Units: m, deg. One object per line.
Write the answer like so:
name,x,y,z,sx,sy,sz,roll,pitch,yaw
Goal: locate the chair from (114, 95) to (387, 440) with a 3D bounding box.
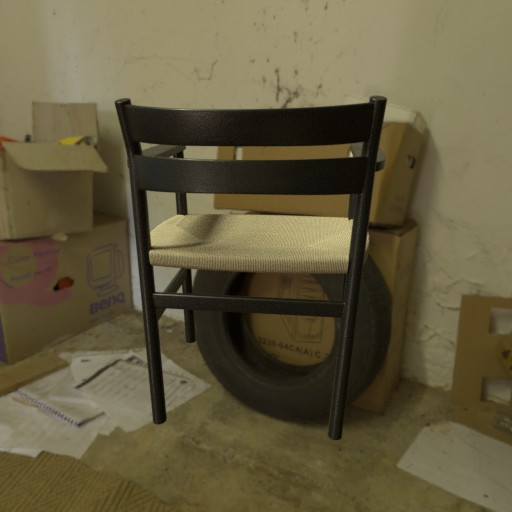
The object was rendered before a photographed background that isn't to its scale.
chair,0.000,0.000,1.174,0.630,0.775,0.508,2,16,7
